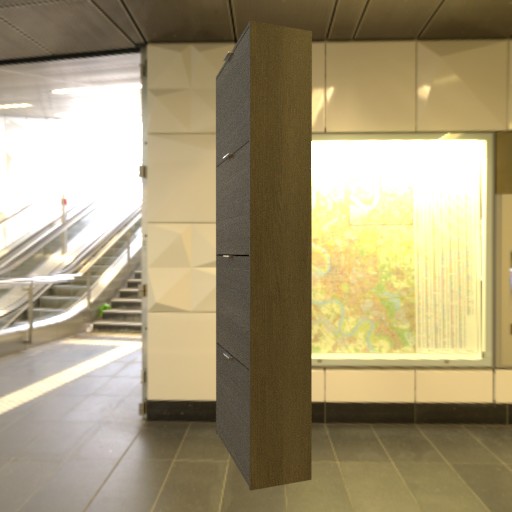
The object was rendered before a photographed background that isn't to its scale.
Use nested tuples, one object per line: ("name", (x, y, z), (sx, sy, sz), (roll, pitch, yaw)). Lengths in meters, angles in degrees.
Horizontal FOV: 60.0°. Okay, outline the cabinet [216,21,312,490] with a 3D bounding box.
("cabinet", (0.000, 0.000, 1.817), (0.255, 1.630, 0.520), (0, 0, -18))
